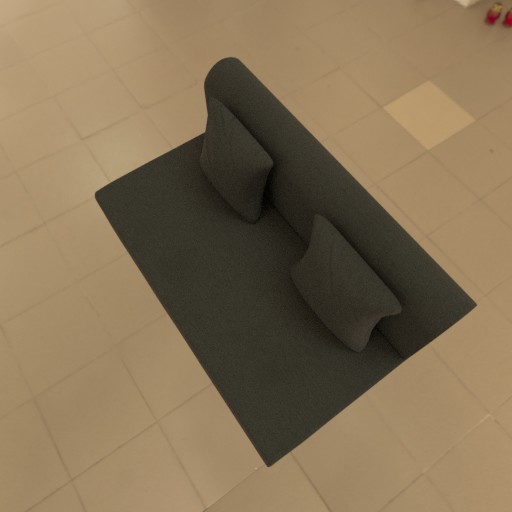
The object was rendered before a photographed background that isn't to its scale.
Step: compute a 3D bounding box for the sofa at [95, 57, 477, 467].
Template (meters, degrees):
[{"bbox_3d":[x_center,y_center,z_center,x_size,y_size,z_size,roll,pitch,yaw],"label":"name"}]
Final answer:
[{"bbox_3d":[0.000,0.000,1.663,0.762,0.670,1.225,-33,69,-14],"label":"sofa"}]
